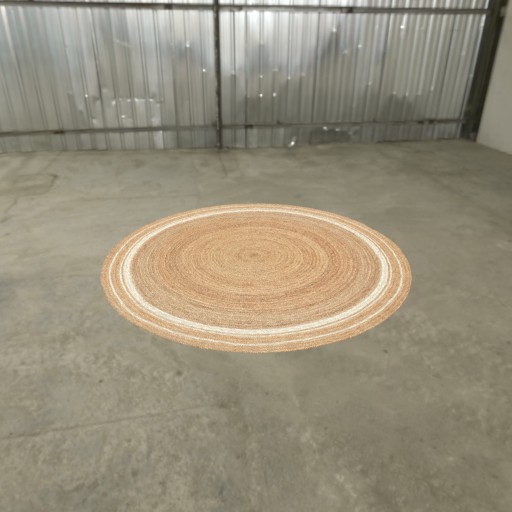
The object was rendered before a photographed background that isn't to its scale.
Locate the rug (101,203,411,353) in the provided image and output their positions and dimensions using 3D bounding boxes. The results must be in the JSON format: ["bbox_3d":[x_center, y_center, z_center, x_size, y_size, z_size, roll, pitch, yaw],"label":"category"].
[{"bbox_3d":[0.000,0.000,3.652,2.444,0.015,2.444,0,27,0],"label":"rug"}]
